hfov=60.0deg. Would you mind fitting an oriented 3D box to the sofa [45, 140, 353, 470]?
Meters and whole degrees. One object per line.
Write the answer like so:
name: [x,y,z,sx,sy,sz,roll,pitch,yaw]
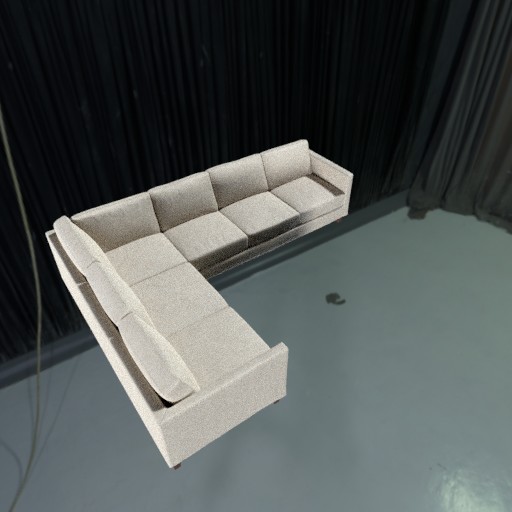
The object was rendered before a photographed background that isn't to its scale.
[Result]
sofa: [0.000,0.000,4.287,3.182,0.863,2.432,-25,46,-27]
